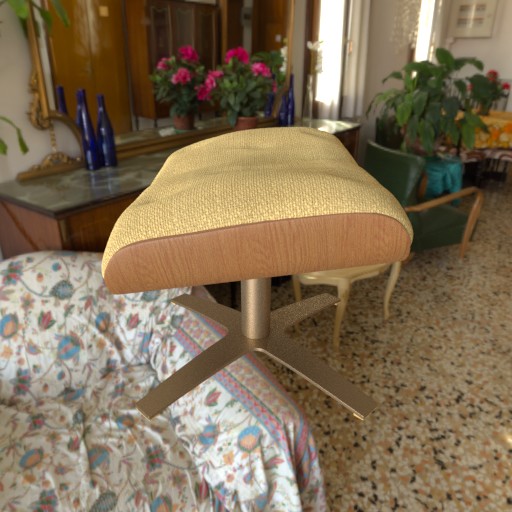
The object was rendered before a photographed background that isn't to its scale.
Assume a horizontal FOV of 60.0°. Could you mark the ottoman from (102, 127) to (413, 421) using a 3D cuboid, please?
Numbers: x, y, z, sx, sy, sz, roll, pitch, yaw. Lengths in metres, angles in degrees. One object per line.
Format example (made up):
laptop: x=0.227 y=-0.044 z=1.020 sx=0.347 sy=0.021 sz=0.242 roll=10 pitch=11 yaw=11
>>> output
ottoman: x=0.000 y=0.000 z=0.795 sx=0.394 sy=0.391 sz=0.520 roll=0 pitch=25 yaw=0
